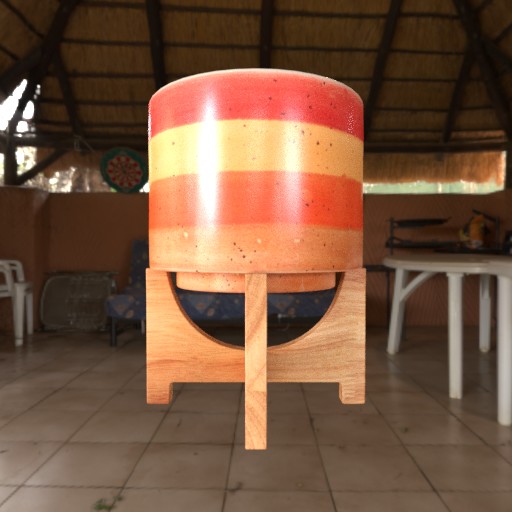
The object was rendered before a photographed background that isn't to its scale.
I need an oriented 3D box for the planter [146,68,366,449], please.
[{"bbox_3d":[0.000,0.000,0.407,0.199,0.268,0.199,0,1,0],"label":"planter"}]
